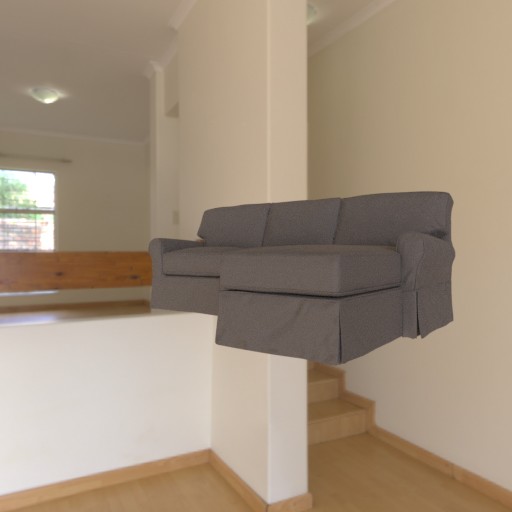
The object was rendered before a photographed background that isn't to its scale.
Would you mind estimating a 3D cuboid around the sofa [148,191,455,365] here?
[{"bbox_3d":[0.000,0.000,3.326,2.475,0.978,1.733,1,1,37],"label":"sofa"}]
